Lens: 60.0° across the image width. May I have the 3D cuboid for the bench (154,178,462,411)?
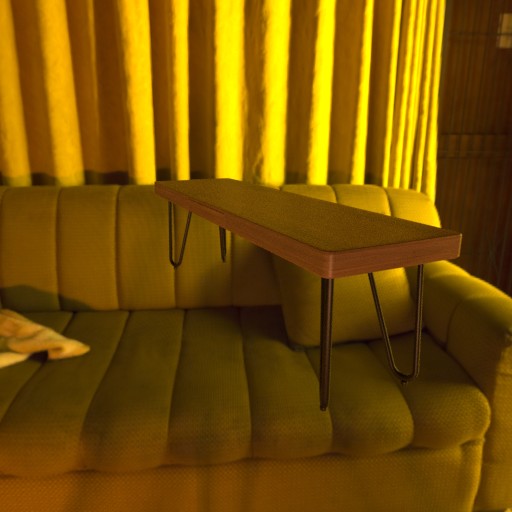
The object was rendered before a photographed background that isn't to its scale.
[{"bbox_3d":[0.000,0.000,1.777,0.425,0.462,1.570,-7,17,-25],"label":"bench"}]
